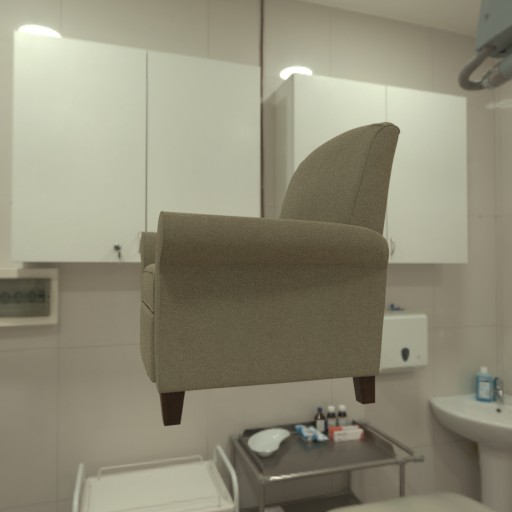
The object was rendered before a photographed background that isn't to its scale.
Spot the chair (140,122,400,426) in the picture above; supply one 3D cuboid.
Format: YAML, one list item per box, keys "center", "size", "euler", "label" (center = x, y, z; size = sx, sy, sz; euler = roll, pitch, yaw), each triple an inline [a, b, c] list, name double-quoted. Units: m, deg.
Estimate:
- center: [0.000, 0.000, 1.828]
  size: [0.905, 1.061, 0.978]
  euler: [0, -1, -18]
  label: "chair"
